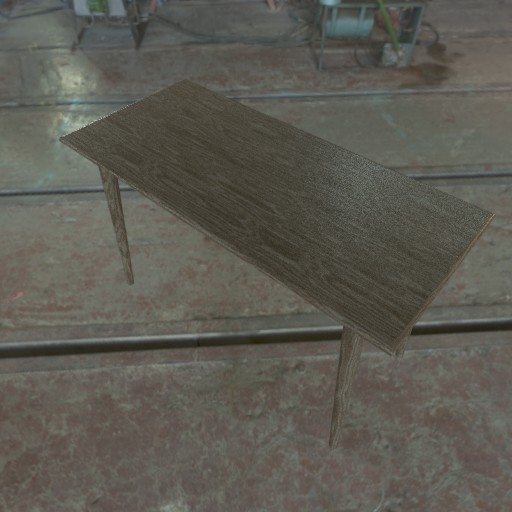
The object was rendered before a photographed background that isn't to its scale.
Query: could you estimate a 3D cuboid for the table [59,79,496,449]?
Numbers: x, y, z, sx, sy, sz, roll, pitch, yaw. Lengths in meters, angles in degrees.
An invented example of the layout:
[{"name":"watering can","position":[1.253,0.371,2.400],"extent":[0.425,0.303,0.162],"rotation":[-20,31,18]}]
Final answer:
[{"name":"table","position":[0.000,0.000,1.684],"extent":[1.300,0.780,0.599],"rotation":[32,55,27]}]
